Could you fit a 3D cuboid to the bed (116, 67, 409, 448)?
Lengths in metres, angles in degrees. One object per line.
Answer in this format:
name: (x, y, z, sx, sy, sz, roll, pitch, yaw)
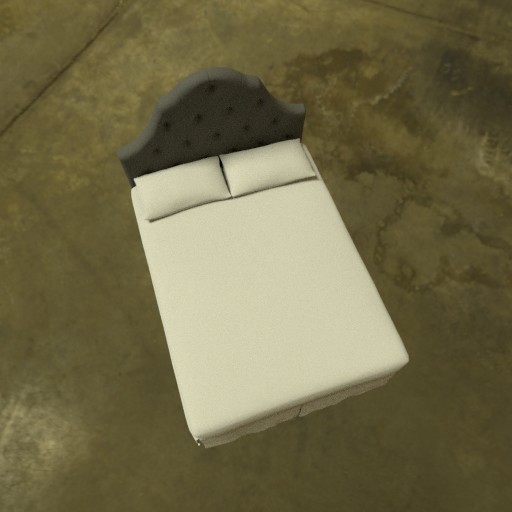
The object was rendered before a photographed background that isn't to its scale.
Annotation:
bed: (0.000, 0.000, 3.229, 1.636, 1.575, 2.155, -17, 64, -8)
